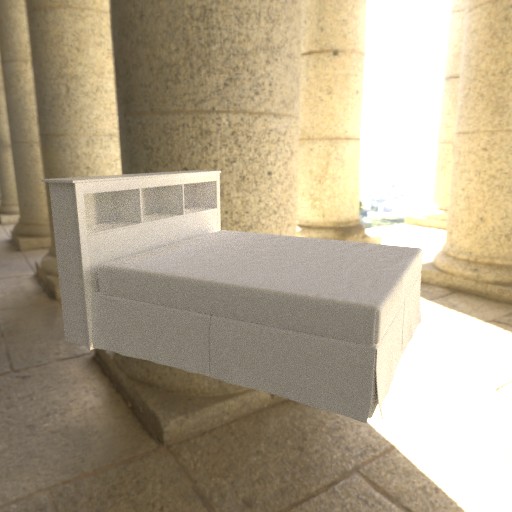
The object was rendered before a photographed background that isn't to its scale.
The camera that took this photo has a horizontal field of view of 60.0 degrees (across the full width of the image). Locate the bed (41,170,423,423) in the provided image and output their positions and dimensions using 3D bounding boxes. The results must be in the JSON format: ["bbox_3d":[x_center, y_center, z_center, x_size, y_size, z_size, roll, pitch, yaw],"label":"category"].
[{"bbox_3d":[0.000,0.000,3.113,2.133,1.092,1.671,7,15,26],"label":"bed"}]
